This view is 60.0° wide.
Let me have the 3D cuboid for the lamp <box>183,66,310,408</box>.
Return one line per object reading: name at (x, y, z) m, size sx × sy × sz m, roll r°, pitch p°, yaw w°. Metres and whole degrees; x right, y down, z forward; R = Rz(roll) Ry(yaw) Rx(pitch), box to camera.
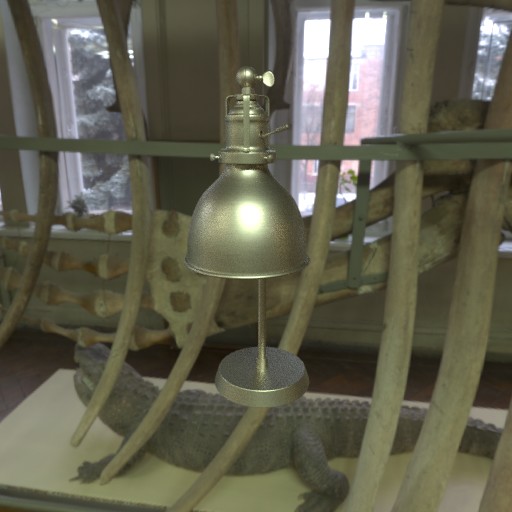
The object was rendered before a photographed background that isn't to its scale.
lamp at (0.000, 0.000, 0.597) m, size 0.153 × 0.456 × 0.286 m, roll 2°, pitch 16°, yaw 8°
